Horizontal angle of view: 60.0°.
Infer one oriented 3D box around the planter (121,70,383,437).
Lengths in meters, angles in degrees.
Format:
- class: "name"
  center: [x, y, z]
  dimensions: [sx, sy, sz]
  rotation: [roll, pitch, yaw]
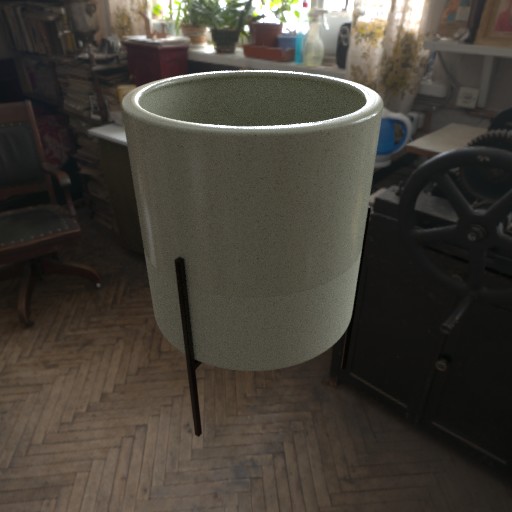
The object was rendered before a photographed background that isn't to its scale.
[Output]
- class: "planter"
  center: [0.000, 0.000, 0.672]
  dimensions: [0.323, 0.475, 0.314]
  rotation: [1, 33, 1]
